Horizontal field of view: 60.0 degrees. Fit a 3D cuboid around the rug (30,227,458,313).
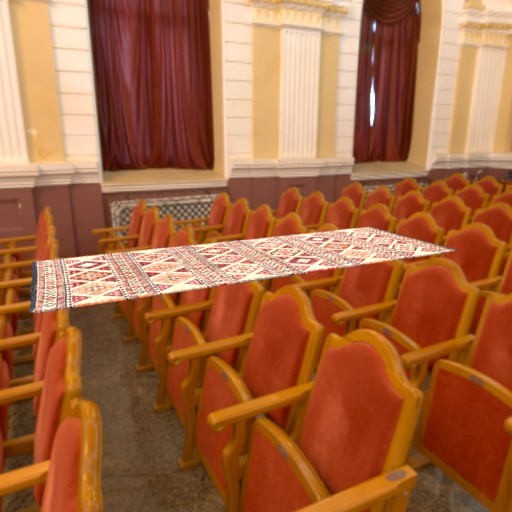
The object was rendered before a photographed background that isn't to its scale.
[{"bbox_3d":[0.000,0.000,2.588,2.362,0.008,0.832,-7,16,-25],"label":"rug"}]
